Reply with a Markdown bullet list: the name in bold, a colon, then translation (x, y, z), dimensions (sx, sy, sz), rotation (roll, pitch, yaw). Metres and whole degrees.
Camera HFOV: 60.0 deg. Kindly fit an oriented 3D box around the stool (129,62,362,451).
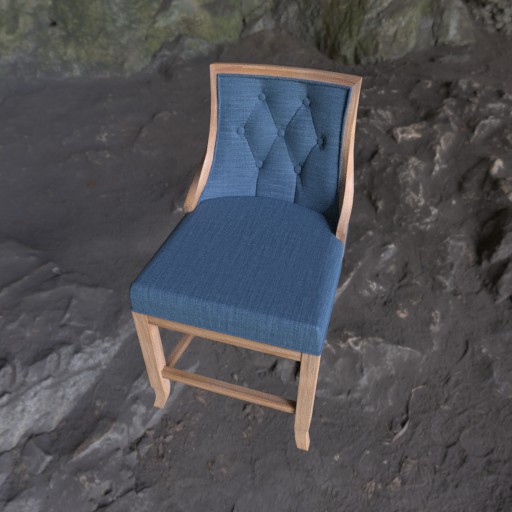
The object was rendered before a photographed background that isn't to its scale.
- **stool**: translation (0.000, 0.000, 1.350), dimensions (0.524, 0.938, 0.626), rotation (11, 41, 13)
